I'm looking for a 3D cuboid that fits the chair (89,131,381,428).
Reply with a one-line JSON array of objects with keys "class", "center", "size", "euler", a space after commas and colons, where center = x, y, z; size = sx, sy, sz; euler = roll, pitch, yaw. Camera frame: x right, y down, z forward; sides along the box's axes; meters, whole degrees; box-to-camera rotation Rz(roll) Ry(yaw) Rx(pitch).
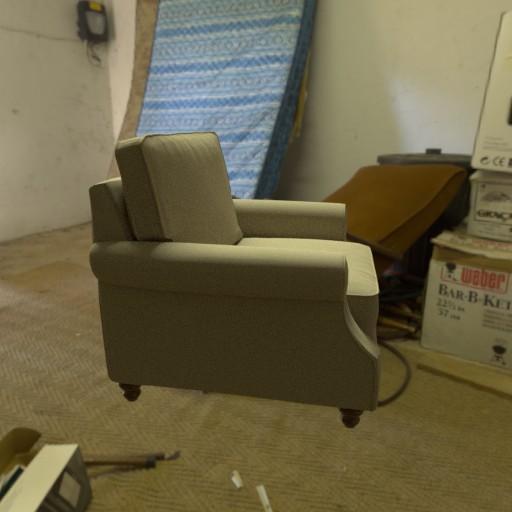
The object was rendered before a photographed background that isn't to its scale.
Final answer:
[{"class": "chair", "center": [0.000, 0.000, 1.800], "size": [0.966, 0.967, 1.029], "euler": [3, 17, 10]}]
